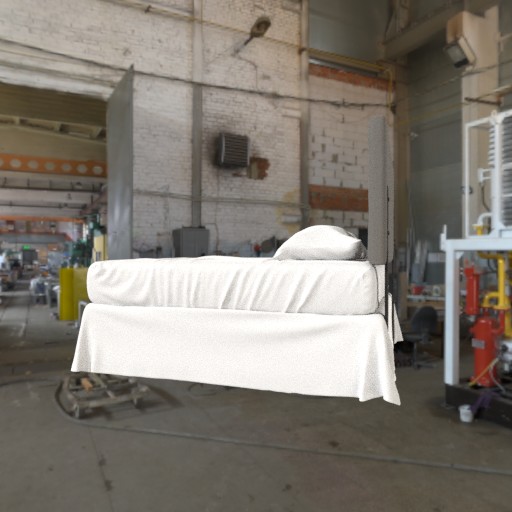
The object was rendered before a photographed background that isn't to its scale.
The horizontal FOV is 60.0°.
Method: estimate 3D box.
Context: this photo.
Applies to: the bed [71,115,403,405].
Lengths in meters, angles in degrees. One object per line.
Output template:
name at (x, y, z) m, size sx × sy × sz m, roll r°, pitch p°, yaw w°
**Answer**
bed at (0.000, 0.000, 3.534) m, size 2.222 × 1.577 × 1.936 m, roll 0°, pitch 0°, yaw 19°
